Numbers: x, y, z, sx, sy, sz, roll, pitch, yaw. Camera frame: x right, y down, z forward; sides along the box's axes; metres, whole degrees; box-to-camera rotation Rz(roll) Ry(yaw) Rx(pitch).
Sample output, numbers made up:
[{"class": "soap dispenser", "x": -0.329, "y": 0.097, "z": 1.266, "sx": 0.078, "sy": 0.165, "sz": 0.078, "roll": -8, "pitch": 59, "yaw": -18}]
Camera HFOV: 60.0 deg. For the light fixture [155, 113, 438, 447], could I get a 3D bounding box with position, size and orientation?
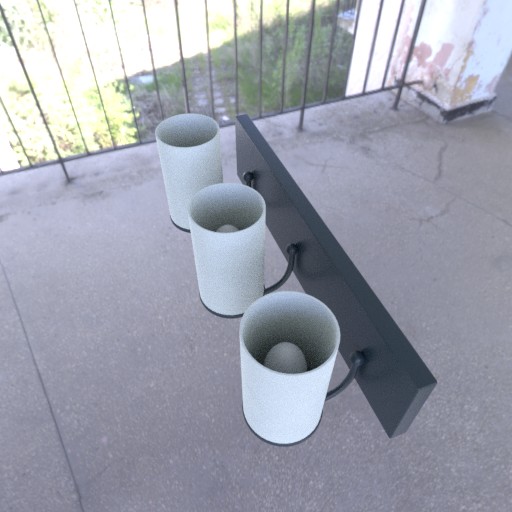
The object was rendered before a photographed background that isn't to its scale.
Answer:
[{"class": "light fixture", "x": 0.000, "y": 0.000, "z": 0.520, "sx": 0.145, "sy": 0.172, "sz": 0.451, "roll": -16, "pitch": 49, "yaw": -14}]
